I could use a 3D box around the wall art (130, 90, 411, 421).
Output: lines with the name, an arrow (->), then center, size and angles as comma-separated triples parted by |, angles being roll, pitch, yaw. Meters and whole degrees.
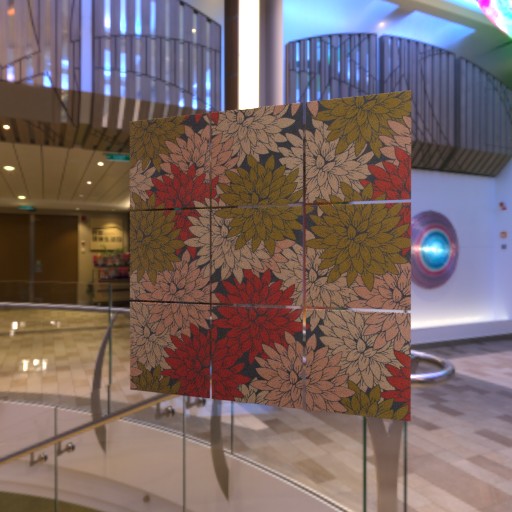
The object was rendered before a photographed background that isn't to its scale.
wall art -> 0.000, 0.000, 2.302 | 1.519, 1.534, 0.013 | 0, 0, 19
